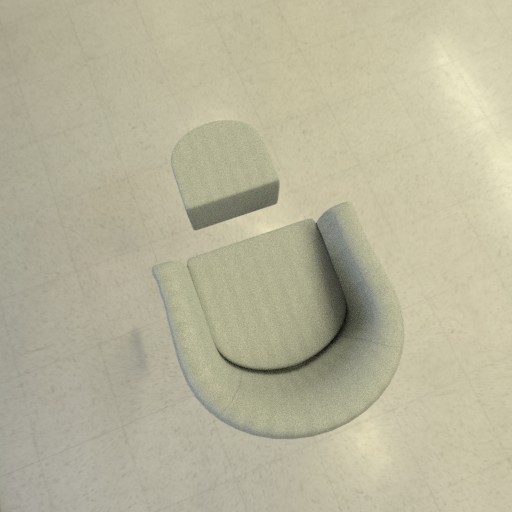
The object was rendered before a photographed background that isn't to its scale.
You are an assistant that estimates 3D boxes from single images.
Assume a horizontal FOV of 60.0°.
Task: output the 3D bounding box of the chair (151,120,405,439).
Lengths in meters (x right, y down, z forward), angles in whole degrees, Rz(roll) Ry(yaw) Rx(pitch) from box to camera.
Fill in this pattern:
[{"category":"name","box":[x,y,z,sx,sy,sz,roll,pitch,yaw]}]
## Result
[{"category":"chair","box":[0.000,0.000,1.745,0.756,0.757,1.288,-19,75,-5]}]
